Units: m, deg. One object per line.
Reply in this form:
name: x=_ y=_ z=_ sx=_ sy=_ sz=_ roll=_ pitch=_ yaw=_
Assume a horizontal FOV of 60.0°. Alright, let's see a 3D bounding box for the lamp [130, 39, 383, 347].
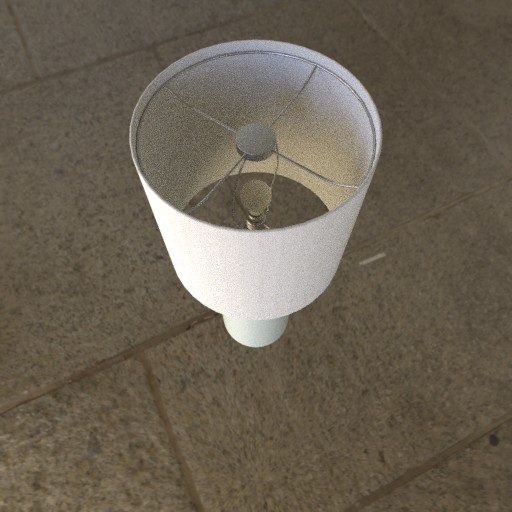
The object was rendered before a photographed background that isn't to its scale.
lamp: x=0.000 y=0.000 z=0.593 sx=0.212 sy=0.493 sz=0.212 roll=32 pitch=67 yaw=15
